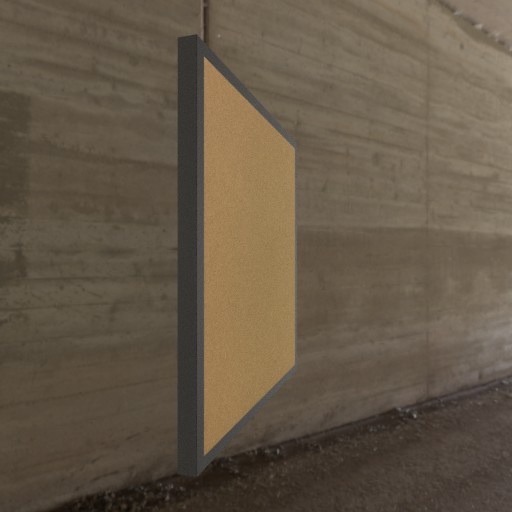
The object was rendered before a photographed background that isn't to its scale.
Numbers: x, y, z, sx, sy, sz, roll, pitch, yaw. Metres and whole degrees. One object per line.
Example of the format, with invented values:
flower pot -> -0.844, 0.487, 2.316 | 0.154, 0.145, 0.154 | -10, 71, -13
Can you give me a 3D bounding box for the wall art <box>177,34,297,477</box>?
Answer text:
wall art -> 0.000, 0.000, 1.127 | 0.037, 0.760, 0.762 | 0, 0, 18
